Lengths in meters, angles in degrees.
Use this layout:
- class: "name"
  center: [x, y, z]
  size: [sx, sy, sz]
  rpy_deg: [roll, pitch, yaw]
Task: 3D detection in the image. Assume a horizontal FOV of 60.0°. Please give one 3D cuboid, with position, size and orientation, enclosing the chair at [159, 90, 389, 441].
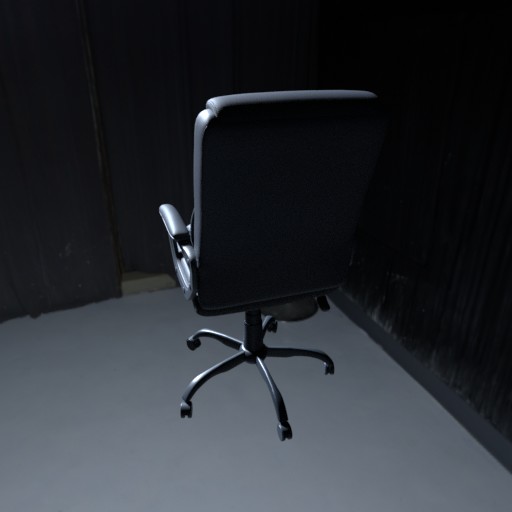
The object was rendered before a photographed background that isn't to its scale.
- class: "chair"
  center: [0.000, 0.000, 1.465]
  size: [0.615, 1.072, 0.655]
  rpy_deg: [-9, 27, -17]
